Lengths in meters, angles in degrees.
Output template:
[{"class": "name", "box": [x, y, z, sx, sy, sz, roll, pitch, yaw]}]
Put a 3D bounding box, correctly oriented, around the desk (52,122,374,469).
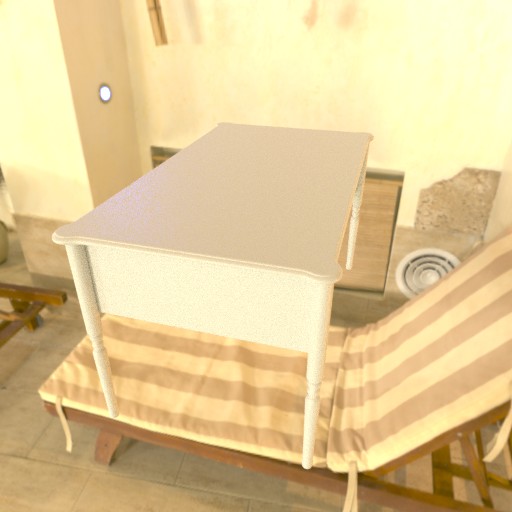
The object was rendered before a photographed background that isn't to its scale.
[{"class": "desk", "box": [0.000, 0.000, 1.877, 0.807, 0.762, 1.380, 8, 31, 14]}]
